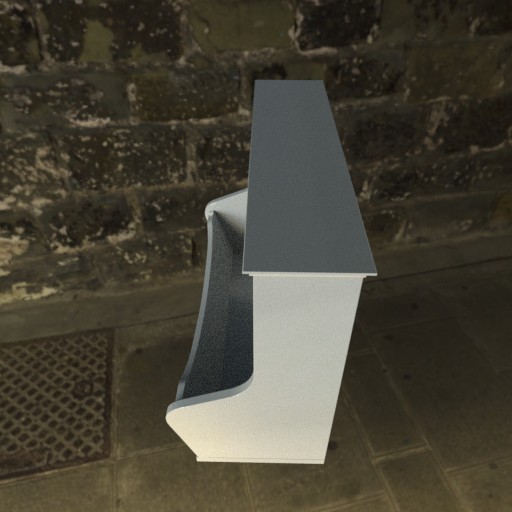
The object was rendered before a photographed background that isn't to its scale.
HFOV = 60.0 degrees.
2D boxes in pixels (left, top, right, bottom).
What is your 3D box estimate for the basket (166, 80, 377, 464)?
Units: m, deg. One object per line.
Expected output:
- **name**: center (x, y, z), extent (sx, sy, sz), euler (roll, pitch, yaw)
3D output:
- **basket**: center (0.000, 0.000, 1.105), extent (0.350, 0.600, 0.780), euler (1, 40, 1)
